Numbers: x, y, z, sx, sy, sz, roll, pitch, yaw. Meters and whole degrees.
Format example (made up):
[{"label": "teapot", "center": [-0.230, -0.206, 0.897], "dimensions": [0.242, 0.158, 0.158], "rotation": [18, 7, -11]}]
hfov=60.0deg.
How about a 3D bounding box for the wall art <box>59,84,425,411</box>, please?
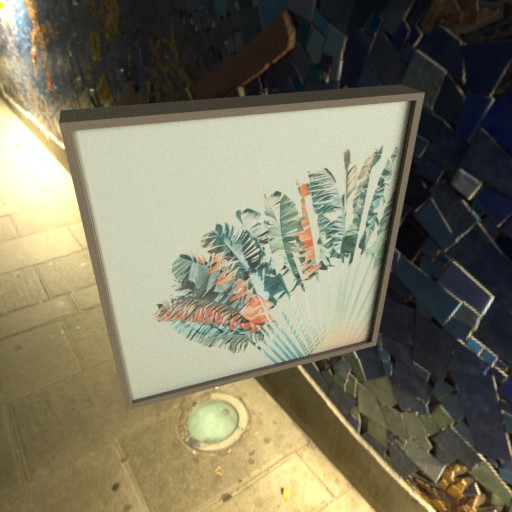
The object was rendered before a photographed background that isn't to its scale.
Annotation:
[{"label": "wall art", "center": [0.000, 0.000, 0.447], "dimensions": [0.304, 0.303, 0.038], "rotation": [-10, 33, -16]}]
